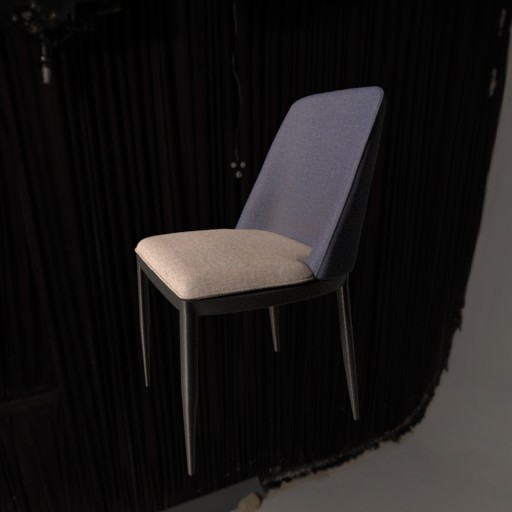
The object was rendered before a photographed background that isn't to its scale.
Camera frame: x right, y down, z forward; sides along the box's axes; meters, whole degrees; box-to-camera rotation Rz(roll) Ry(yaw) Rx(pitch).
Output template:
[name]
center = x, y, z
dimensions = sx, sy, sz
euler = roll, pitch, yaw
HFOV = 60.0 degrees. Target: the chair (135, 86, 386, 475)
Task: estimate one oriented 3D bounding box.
[chair]
center = 0.000, 0.000, 1.162
dimensions = 0.551, 0.839, 0.480
euler = -8, 17, -26
